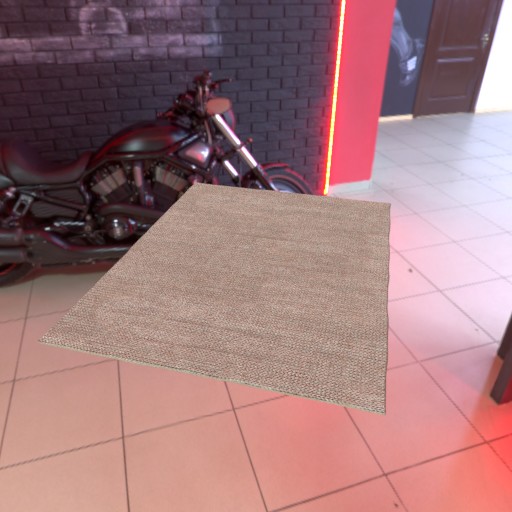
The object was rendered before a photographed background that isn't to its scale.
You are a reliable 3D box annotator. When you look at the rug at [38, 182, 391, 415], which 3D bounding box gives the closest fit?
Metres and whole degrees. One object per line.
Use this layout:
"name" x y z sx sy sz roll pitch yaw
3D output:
"rug" 0.000 0.000 4.148 2.429 0.030 3.052 8 33 13
